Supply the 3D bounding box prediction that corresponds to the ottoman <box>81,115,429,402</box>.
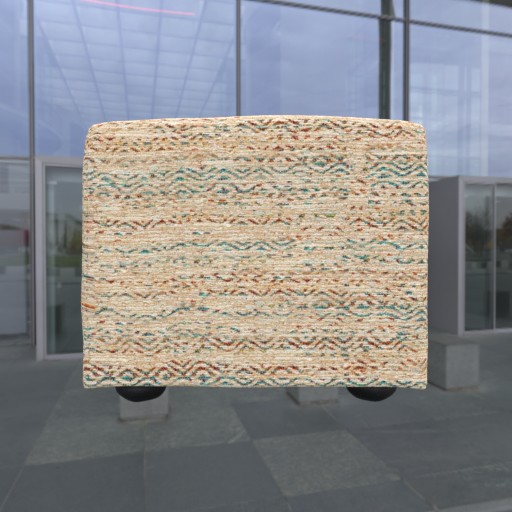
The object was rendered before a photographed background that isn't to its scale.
[{"bbox_3d":[0.000,0.000,0.892,0.512,0.453,0.521,0,1,0],"label":"ottoman"}]
